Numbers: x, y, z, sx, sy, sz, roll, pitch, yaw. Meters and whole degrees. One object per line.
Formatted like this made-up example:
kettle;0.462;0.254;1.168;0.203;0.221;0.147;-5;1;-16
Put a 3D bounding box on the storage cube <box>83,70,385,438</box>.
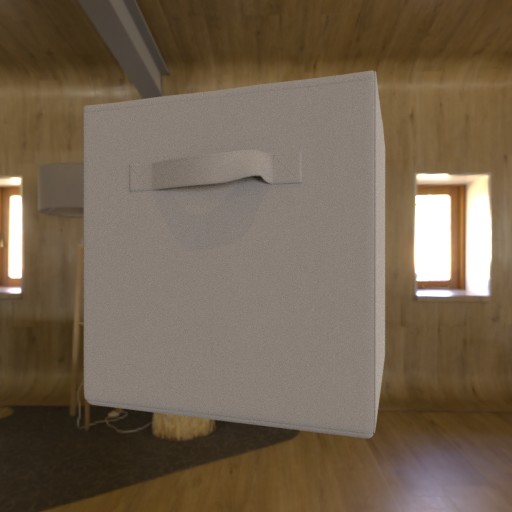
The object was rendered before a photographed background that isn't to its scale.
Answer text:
storage cube;0.000;0.000;0.485;0.270;0.280;0.270;0;0;18
